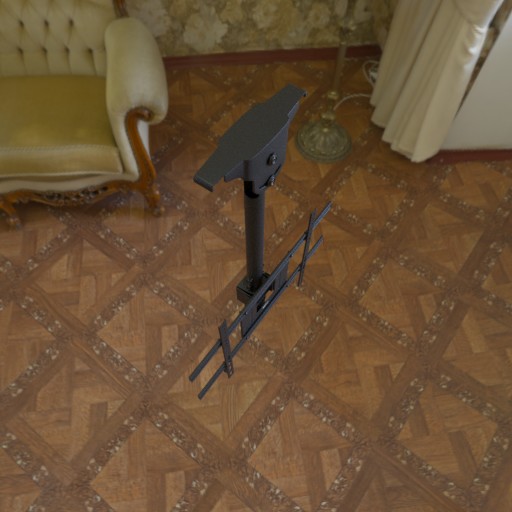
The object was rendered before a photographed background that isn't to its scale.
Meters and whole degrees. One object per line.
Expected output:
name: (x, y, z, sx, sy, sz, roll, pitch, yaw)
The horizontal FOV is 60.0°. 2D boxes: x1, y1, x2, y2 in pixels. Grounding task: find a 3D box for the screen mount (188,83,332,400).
screen mount: (0.000, 0.000, 1.029, 0.090, 0.775, 0.595, 32, 65, 17)
